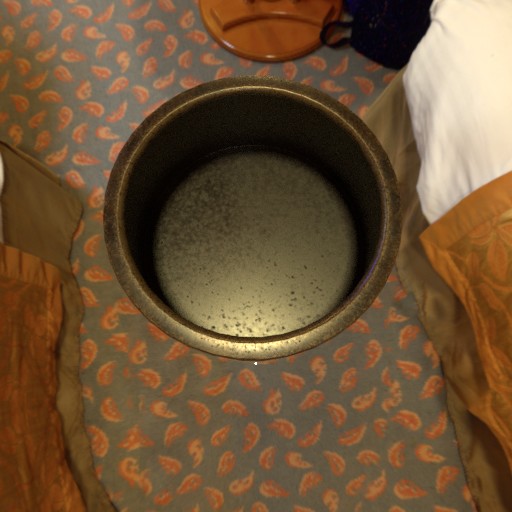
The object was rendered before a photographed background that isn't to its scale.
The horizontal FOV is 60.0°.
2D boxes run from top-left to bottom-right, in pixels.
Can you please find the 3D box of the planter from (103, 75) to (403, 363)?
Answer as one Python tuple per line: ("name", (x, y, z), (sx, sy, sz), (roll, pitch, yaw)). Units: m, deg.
("planter", (0.000, 0.000, 0.727), (0.354, 0.465, 0.345), (31, 78, 7))
